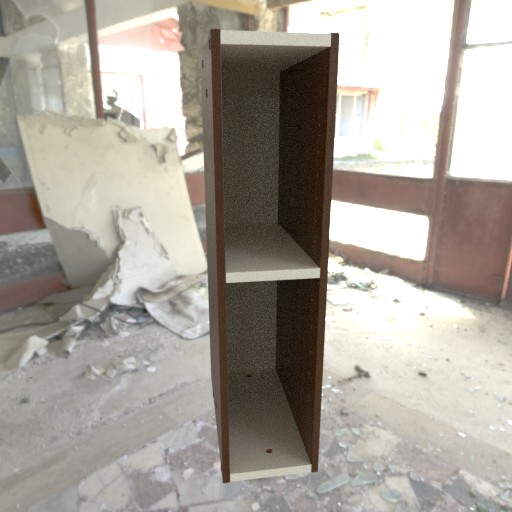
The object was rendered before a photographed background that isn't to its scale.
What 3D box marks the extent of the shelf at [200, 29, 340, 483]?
[{"bbox_3d":[0.000,0.000,0.707,0.147,0.600,0.290,-3,17,-9],"label":"shelf"}]
